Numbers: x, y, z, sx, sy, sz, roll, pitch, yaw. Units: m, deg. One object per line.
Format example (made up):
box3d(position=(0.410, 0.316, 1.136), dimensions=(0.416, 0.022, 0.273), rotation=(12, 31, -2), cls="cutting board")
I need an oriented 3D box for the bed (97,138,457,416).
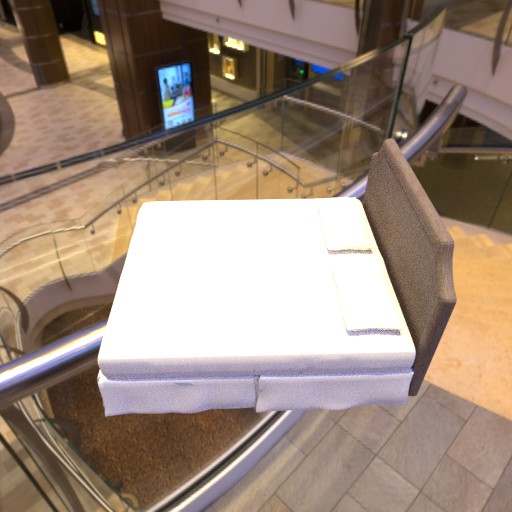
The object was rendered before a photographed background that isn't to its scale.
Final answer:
box3d(position=(0.000, 0.000, 4.219), dimensions=(2.773, 1.590, 2.350), rotation=(-1, 41, -1), cls="bed")
